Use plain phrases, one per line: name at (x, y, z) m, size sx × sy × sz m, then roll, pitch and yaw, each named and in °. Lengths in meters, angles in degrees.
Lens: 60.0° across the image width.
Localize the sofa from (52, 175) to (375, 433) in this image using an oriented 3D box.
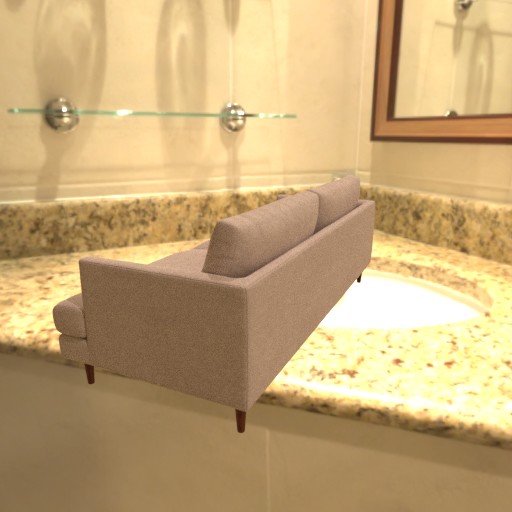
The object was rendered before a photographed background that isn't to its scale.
sofa at (0.000, 0.000, 2.788) m, size 1.020 × 0.868 × 2.250 m, roll 8°, pitch 17°, yaw 25°
